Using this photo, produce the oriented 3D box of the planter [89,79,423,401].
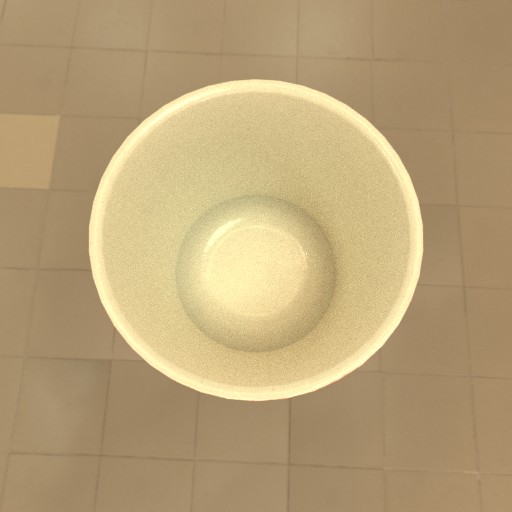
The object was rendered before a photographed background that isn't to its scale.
[{"bbox_3d":[0.000,0.000,0.325,0.192,0.148,0.192,0,76,0],"label":"planter"}]
